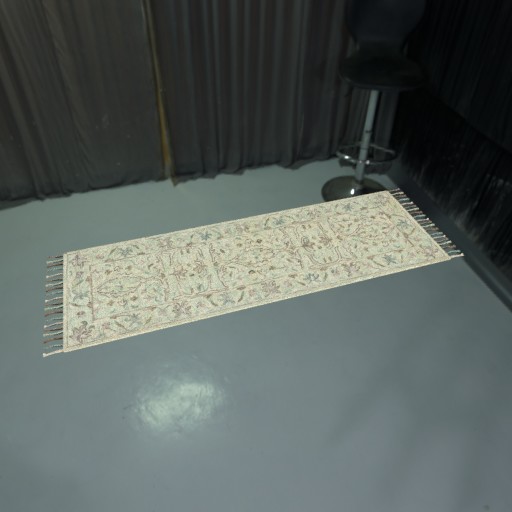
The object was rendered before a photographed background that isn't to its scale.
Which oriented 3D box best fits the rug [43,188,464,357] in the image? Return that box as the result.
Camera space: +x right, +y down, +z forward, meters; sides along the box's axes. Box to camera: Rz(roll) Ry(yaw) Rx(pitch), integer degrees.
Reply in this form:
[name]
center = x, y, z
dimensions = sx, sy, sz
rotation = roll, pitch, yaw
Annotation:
[rug]
center = 0.000, 0.000, 2.712
dimensions = 2.440, 0.013, 0.769
rotation = -12, 44, -13
